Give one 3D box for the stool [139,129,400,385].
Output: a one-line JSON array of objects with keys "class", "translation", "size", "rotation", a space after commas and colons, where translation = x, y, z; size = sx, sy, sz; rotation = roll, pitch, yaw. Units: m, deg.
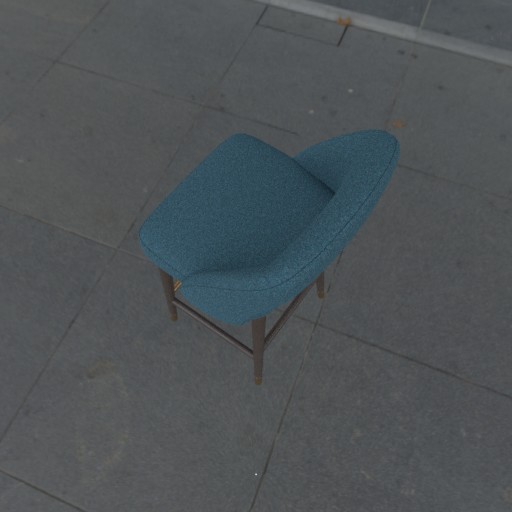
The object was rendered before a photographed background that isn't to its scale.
[{"class": "stool", "translation": [0.000, 0.000, 1.341], "size": [0.522, 1.032, 0.536], "rotation": [34, 68, 15]}]
